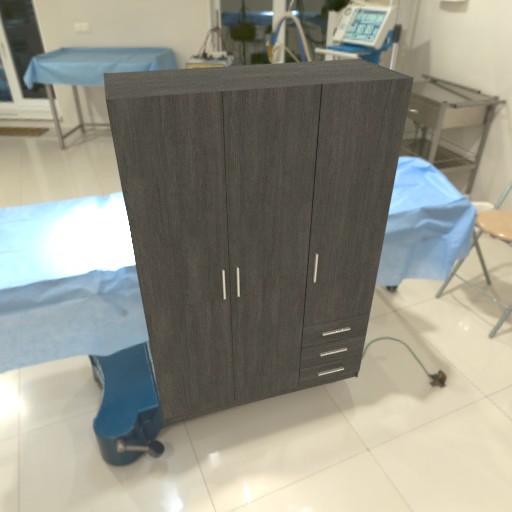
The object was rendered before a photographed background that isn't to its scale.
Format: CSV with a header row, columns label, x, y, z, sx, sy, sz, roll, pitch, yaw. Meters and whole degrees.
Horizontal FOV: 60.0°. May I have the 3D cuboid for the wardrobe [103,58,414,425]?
label,x,y,z,sx,sy,sz,roll,pitch,yaw
wardrobe,0.000,0.000,2.486,1.290,1.910,0.510,-9,34,-14
